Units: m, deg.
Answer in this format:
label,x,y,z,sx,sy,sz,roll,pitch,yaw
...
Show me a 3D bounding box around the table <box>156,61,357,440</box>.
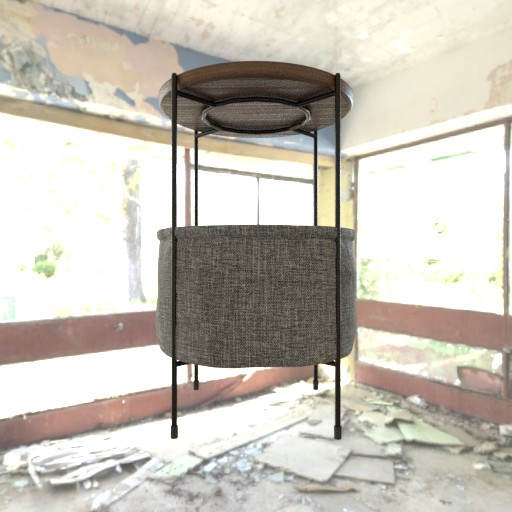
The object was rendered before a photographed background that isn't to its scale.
label,x,y,z,sx,sy,sz,roll,pitch,yaw
table,0.000,0.000,0.896,0.400,0.623,0.400,0,0,0
